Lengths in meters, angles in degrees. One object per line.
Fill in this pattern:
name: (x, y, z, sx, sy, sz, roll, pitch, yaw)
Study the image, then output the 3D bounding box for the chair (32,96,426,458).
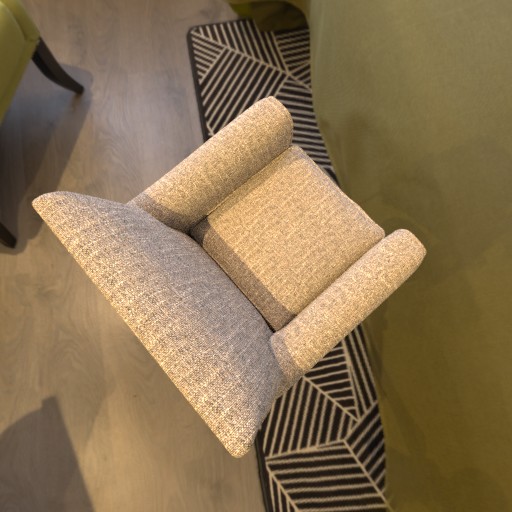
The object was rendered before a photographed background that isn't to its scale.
chair: (0.000, 0.000, 1.622, 0.873, 0.928, 0.864, -40, 79, -9)
